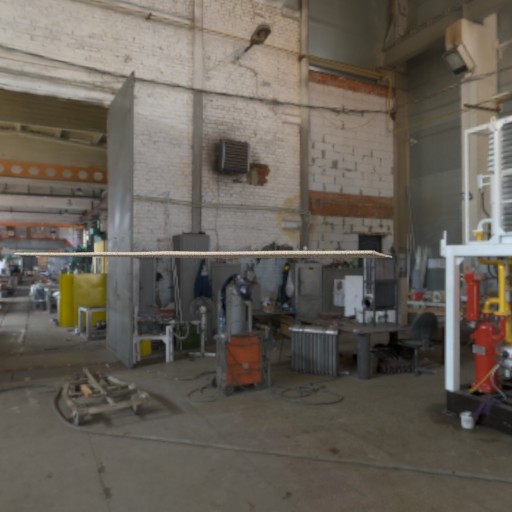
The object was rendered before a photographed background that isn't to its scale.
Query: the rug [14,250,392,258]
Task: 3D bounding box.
[{"bbox_3d":[0.000,0.000,4.290,2.436,0.026,3.381,0,-1,19],"label":"rug"}]
